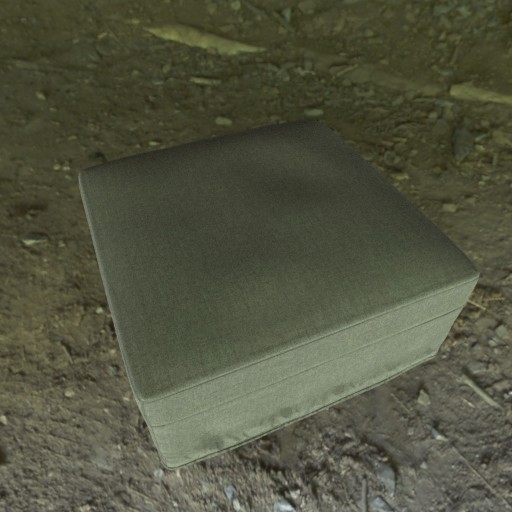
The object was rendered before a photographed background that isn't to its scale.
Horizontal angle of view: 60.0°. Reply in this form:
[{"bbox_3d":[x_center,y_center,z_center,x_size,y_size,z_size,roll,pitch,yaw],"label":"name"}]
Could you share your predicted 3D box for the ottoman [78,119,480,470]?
[{"bbox_3d":[0.000,0.000,1.304,0.843,0.436,0.840,-17,48,-16],"label":"ottoman"}]
